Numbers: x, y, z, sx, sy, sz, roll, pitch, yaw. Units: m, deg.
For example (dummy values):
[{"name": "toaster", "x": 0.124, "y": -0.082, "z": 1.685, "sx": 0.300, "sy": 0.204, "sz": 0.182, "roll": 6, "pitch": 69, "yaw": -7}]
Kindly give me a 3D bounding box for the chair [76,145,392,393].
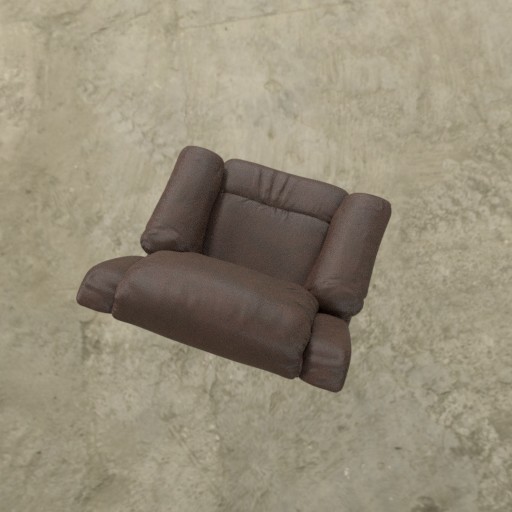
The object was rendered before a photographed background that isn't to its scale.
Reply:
[{"name": "chair", "x": 0.000, "y": 0.000, "z": 1.285, "sx": 0.680, "sy": 0.702, "sz": 0.707, "roll": 17, "pitch": 66, "yaw": 8}]
